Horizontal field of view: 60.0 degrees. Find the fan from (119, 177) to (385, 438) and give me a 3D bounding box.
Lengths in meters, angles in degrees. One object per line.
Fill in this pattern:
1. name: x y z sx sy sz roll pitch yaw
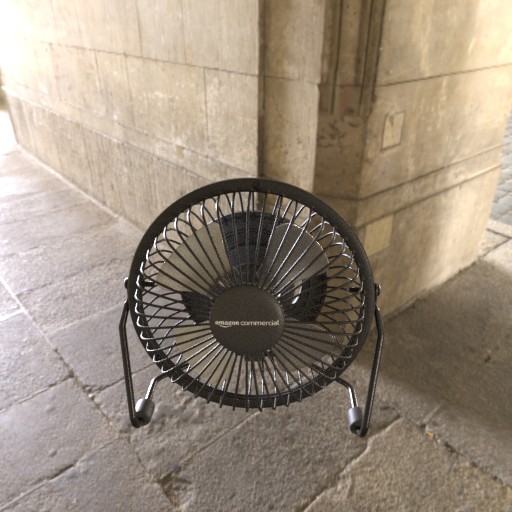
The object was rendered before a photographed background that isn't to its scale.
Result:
1. fan: 0.000 0.000 0.311 0.153 0.152 0.202 1 30 2
